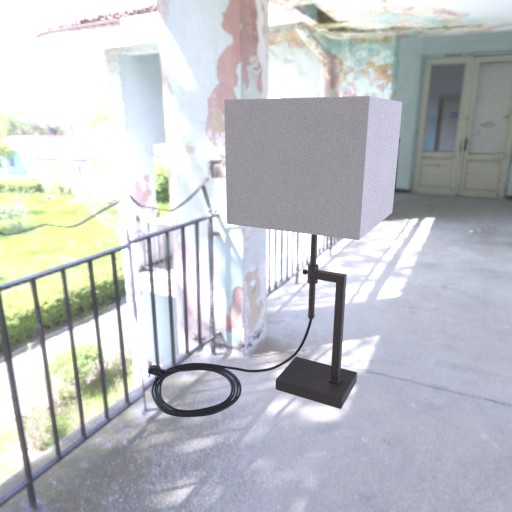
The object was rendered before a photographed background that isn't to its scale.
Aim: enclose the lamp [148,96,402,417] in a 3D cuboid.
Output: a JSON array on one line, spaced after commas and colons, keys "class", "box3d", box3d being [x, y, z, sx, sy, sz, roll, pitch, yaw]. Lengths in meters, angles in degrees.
[{"class": "lamp", "box3d": [0.000, 0.000, 0.998, 0.504, 0.660, 0.399, 9, 19, 27]}]
